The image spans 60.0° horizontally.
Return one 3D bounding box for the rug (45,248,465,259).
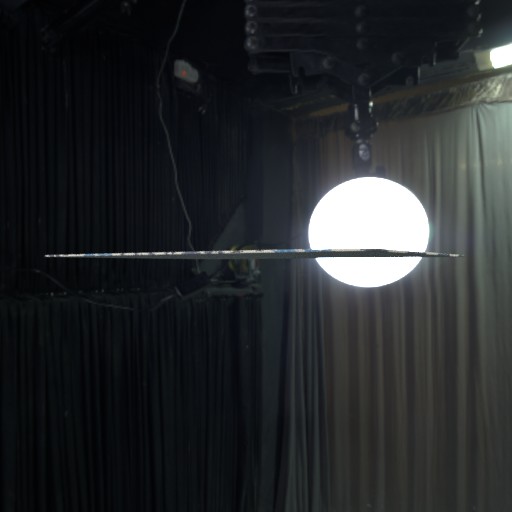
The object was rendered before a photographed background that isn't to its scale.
[{"bbox_3d":[0.000,0.000,2.958,2.261,0.013,1.676,-1,-1,36],"label":"rug"}]
